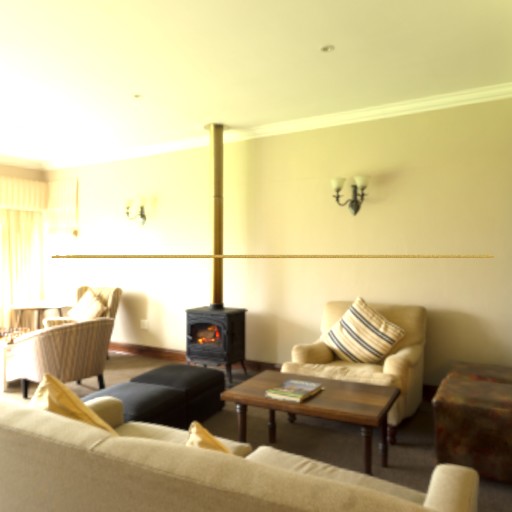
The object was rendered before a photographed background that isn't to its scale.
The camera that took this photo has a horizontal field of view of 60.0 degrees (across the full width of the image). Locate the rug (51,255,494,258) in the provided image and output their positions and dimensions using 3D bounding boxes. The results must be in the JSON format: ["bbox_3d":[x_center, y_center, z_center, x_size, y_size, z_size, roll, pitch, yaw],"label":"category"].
[{"bbox_3d":[0.000,0.000,2.818,2.205,0.014,1.589,0,0,-18],"label":"rug"}]
